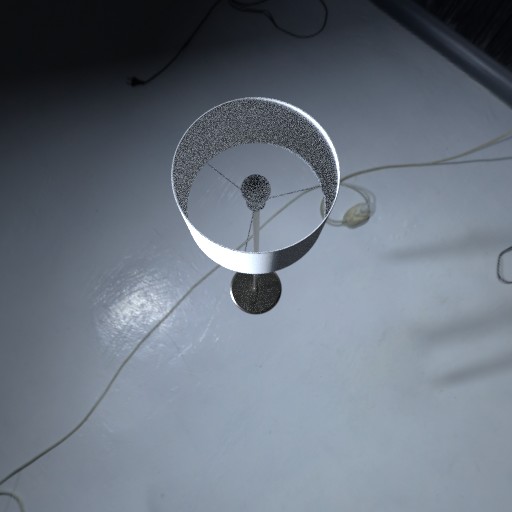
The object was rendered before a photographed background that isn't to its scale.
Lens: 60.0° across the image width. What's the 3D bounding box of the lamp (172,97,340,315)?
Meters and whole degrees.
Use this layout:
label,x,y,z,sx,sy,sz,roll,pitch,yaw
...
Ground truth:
label,x,y,z,sx,sy,sz,roll,pitch,yaw
lamp,0.000,0.000,1.612,0.347,1.443,0.347,41,80,9
